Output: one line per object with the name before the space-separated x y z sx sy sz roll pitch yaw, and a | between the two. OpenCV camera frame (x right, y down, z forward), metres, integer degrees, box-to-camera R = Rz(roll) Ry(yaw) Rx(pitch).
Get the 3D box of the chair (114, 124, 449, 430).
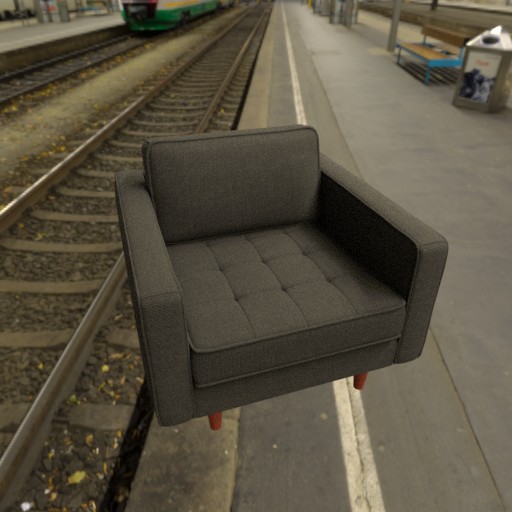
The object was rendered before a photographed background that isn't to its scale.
chair | 0.000 0.000 1.598 0.899 0.770 0.919 -10 33 -16
